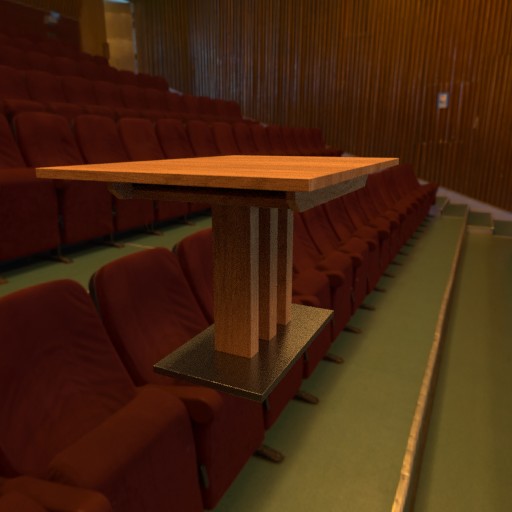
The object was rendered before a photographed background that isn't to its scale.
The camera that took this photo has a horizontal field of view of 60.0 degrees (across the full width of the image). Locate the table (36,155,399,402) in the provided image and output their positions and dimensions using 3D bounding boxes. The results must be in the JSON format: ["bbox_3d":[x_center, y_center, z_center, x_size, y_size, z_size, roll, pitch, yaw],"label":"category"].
[{"bbox_3d":[0.000,0.000,1.856,0.900,0.770,1.300,7,16,25],"label":"table"}]
